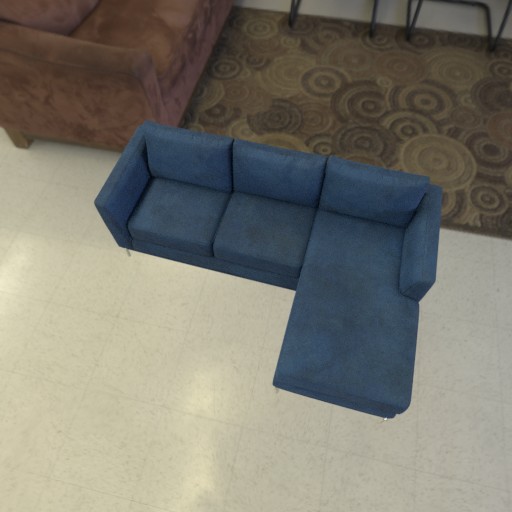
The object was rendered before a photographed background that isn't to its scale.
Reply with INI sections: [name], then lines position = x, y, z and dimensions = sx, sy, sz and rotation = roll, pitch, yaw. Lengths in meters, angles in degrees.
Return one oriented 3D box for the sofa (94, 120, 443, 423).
[sofa]
position = 0.000, 0.000, 3.266
dimensions = 2.438, 0.987, 1.622
rotation = 13, 60, 8
